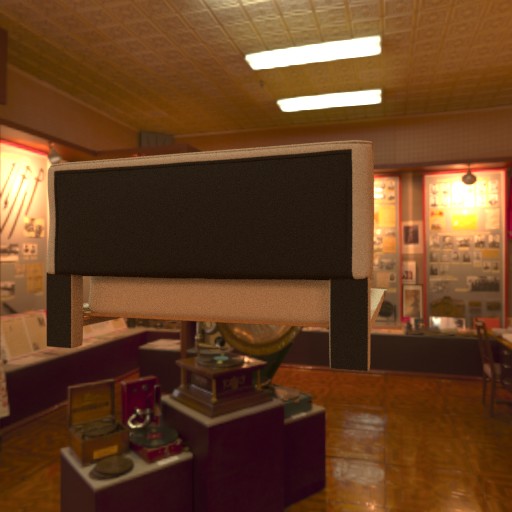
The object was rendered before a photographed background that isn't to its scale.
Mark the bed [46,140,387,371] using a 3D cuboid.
[{"bbox_3d":[0.000,0.000,3.351,1.840,1.067,2.368,0,0,18],"label":"bed"}]
